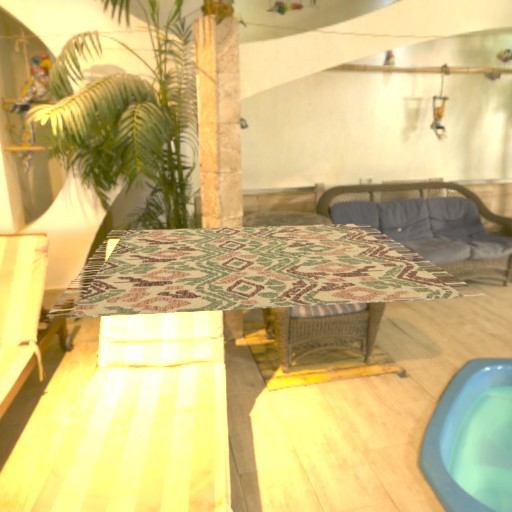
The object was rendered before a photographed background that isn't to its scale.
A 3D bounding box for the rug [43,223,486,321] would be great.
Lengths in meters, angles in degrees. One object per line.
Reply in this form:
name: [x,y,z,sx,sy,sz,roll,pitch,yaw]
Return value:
rug: [0.000,0.000,4.119,3.048,0.010,2.438,-2,17,-7]
